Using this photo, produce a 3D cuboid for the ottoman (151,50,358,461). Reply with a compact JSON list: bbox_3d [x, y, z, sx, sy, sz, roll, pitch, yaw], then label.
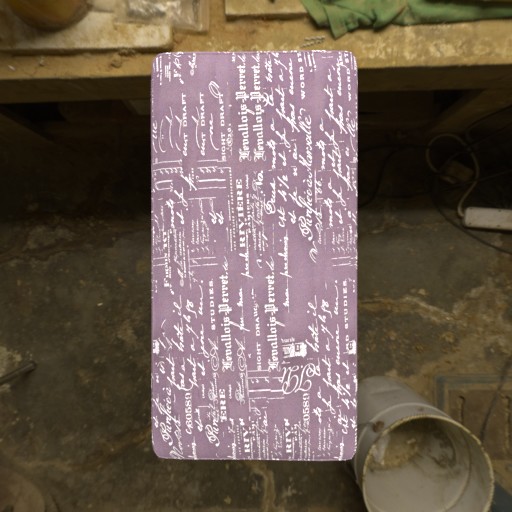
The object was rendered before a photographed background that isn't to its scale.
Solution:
[{"bbox_3d":[0.000,0.000,1.059,0.406,0.457,0.813,0,90,1],"label":"ottoman"}]
